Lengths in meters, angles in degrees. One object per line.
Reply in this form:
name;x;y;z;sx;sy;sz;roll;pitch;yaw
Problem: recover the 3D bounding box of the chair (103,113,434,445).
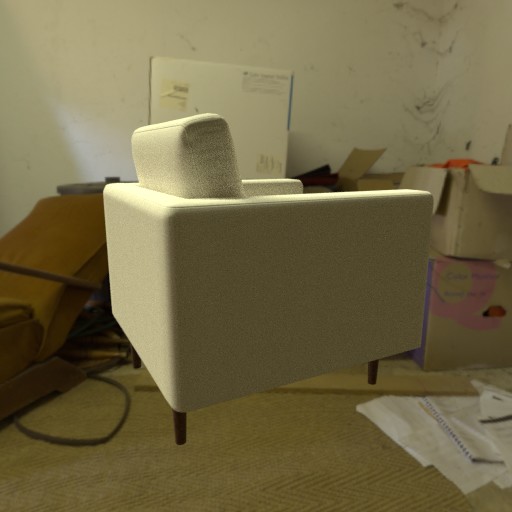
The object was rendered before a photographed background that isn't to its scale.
chair;0.000;0.000;1.558;0.879;0.899;0.831;-7;15;-27
